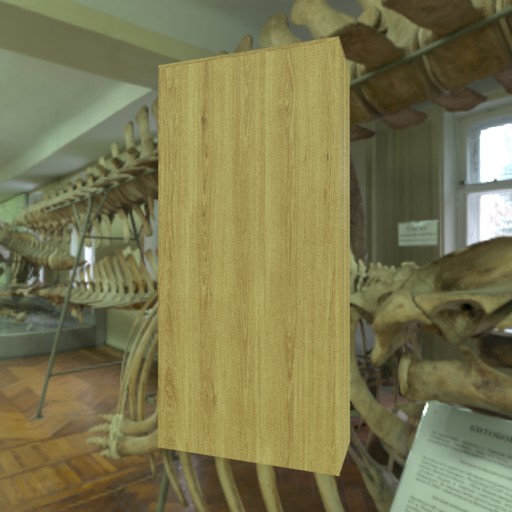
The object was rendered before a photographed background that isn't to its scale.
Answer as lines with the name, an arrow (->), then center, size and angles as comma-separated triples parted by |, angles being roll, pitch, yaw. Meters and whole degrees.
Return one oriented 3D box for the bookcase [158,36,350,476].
bookcase -> 0.000, 0.000, 2.388 | 0.950, 2.020, 0.420 | 0, 0, 19
